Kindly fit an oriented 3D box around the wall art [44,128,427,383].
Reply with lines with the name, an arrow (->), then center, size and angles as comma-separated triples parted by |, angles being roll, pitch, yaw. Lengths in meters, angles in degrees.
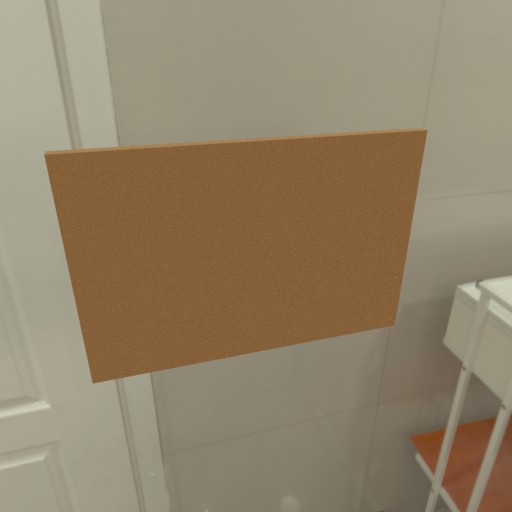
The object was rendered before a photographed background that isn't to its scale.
wall art -> 0.000, 0.000, 1.174 | 0.915, 0.608, 0.033 | -8, 27, -15
